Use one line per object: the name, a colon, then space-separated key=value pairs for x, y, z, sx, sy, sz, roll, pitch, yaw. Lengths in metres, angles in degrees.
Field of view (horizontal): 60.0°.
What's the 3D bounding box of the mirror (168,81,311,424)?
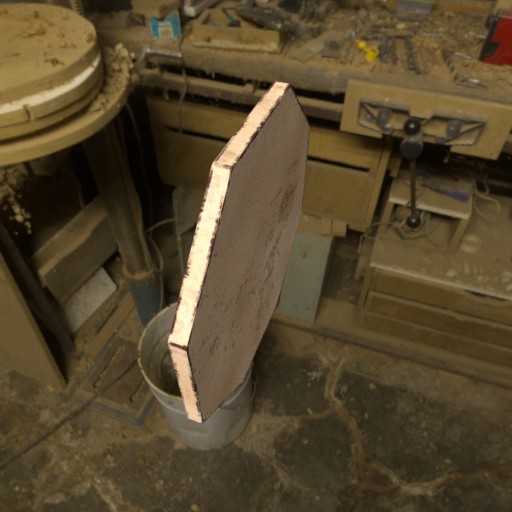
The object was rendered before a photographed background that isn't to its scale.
mirror: x=0.000 y=0.000 z=0.947 sx=0.031 sy=0.648 sz=0.648 roll=16 pitch=49 yaw=14
